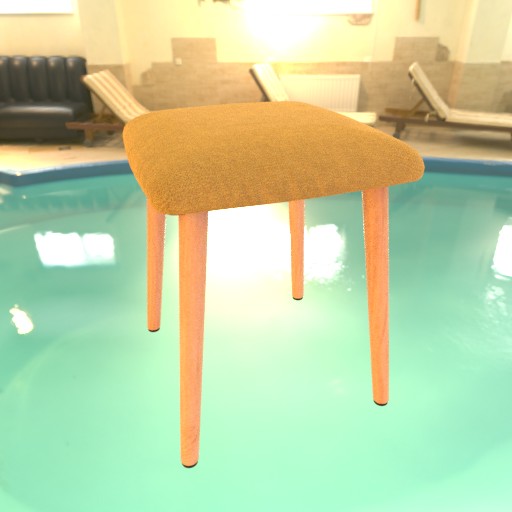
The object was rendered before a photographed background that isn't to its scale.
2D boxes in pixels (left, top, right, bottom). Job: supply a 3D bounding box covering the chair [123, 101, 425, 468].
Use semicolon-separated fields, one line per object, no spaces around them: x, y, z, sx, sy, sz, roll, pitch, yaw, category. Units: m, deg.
0.000;0.000;0.709;0.350;0.440;0.350;-10;31;-18;chair
